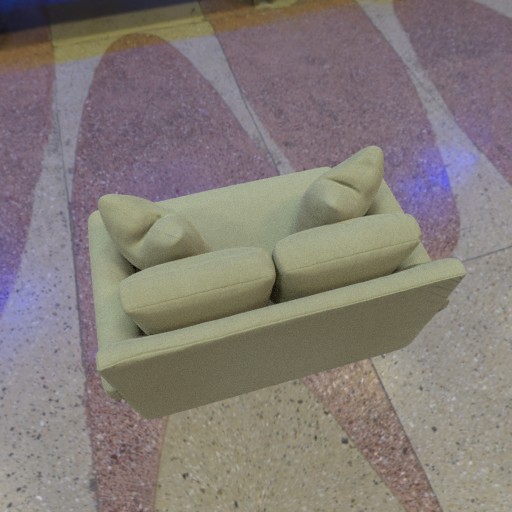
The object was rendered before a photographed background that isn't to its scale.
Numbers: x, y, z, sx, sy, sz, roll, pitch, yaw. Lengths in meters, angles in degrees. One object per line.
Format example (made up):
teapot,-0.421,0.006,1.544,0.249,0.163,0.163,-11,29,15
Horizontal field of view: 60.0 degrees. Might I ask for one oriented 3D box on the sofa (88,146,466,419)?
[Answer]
sofa,0.000,0.000,2.185,1.550,0.905,1.070,-13,59,-8
